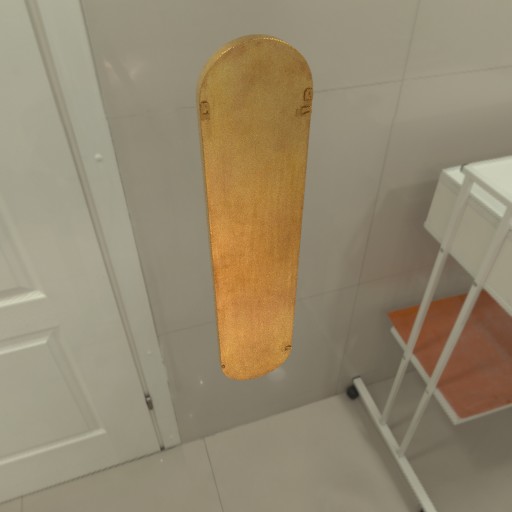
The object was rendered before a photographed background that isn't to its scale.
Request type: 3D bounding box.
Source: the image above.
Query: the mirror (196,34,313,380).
[{"bbox_3d":[0.000,0.000,1.082,0.222,0.991,0.032,-13,42,-14],"label":"mirror"}]
